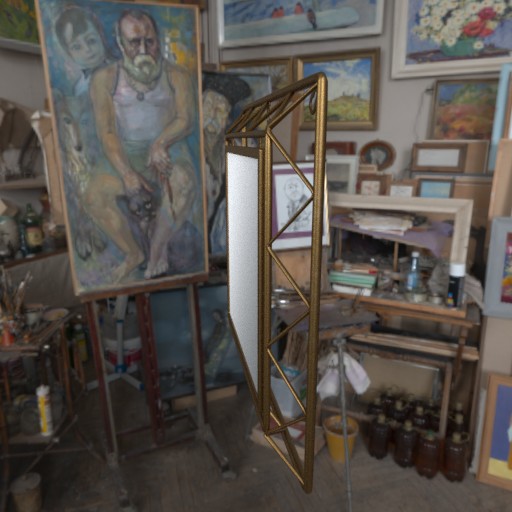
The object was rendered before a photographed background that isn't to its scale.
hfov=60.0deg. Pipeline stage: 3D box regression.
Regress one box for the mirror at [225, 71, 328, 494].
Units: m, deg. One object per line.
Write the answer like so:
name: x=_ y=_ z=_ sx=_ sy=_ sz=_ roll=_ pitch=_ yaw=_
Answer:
mirror: x=0.000 y=0.000 z=0.601 sx=0.046 sy=0.414 sz=0.416 roll=-3 pitch=15 yaw=-10
